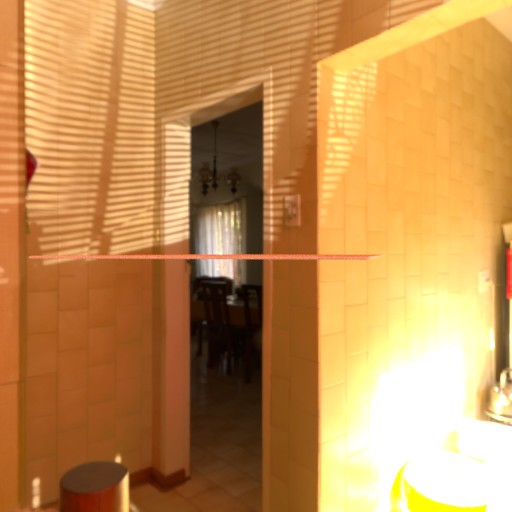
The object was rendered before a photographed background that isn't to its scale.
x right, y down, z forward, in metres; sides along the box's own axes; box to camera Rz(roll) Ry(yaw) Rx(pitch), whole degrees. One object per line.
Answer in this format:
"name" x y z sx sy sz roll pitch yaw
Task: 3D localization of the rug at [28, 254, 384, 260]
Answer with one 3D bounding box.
"rug" 0.000 0.000 2.813 1.524 0.013 2.134 0 0 18
